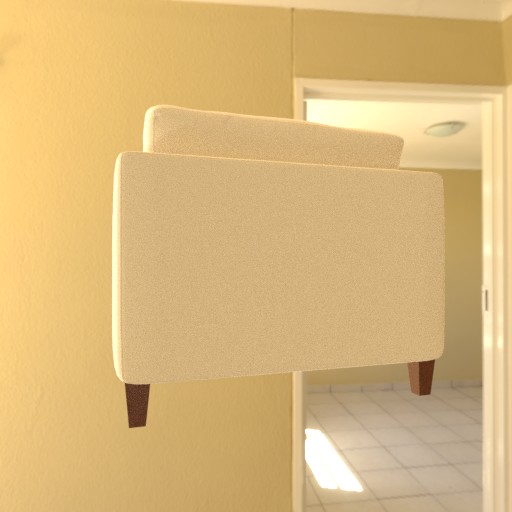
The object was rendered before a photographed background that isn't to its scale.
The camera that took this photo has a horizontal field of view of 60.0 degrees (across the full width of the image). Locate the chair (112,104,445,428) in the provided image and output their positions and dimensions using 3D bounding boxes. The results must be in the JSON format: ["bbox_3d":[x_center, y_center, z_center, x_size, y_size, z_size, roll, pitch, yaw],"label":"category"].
[{"bbox_3d":[0.000,0.000,1.655,1.019,0.885,0.878,0,0,-18],"label":"chair"}]
